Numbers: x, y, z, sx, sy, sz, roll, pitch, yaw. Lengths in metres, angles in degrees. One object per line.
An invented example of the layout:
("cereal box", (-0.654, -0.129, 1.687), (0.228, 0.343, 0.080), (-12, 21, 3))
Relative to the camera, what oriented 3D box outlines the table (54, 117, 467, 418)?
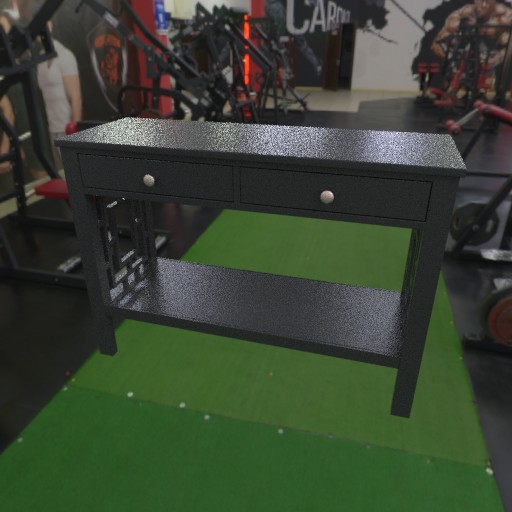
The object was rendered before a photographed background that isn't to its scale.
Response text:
("table", (0.000, 0.000, 1.427), (1.068, 0.753, 0.397), (8, 27, 15))
